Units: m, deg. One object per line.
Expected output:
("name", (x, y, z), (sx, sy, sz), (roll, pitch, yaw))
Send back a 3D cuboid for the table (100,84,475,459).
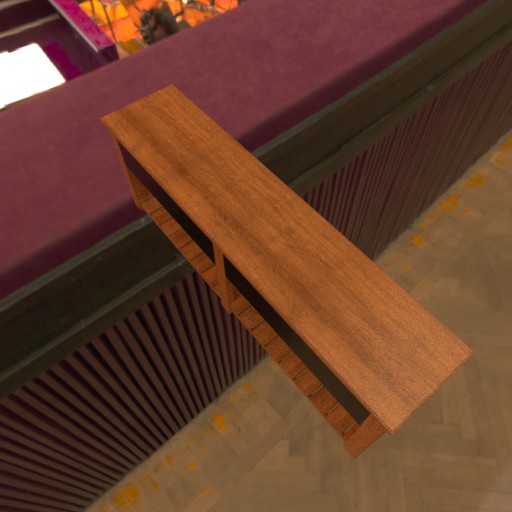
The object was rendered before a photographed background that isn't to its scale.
("table", (0.000, 0.000, 2.044), (0.425, 0.635, 1.815), (-34, 63, -20))
